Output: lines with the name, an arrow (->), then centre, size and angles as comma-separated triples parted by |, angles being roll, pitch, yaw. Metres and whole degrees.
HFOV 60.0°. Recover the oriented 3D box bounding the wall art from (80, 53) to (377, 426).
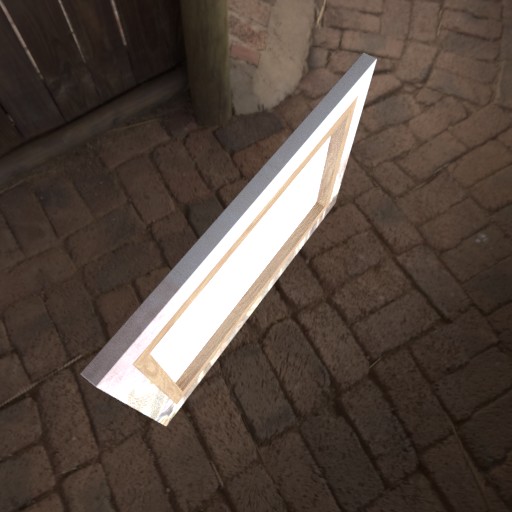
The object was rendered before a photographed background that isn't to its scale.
wall art -> 0.000, 0.000, 1.142 | 0.040, 0.608, 0.916 | 33, 68, 15
